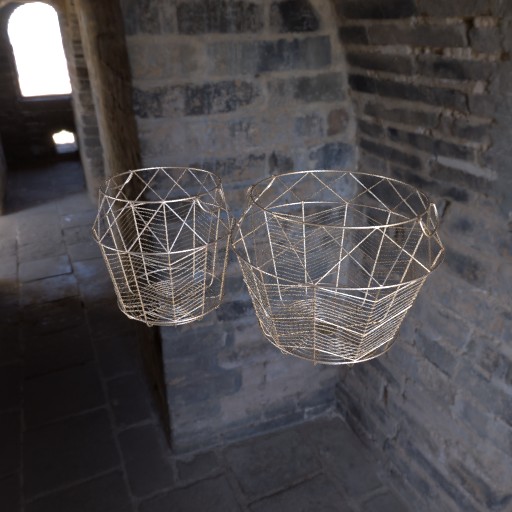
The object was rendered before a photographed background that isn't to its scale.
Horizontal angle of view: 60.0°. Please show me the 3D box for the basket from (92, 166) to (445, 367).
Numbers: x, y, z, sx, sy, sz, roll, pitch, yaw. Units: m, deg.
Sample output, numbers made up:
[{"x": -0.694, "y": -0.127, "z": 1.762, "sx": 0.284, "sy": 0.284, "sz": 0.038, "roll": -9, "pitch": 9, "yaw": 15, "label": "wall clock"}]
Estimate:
[{"x": 0.000, "y": 0.000, "z": 1.043, "sx": 0.805, "sy": 0.343, "sz": 0.451, "roll": 8, "pitch": 27, "yaw": 16, "label": "basket"}]
